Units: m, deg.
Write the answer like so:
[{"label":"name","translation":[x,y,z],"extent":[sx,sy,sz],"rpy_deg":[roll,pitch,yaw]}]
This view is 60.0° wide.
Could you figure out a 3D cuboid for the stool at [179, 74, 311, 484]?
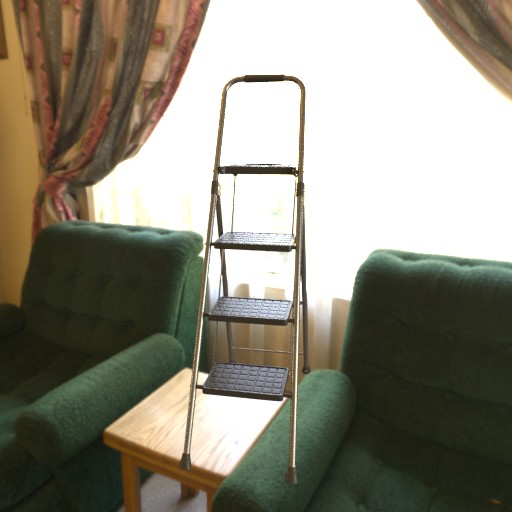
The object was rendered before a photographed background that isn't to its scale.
[{"label":"stool","translation":[0.000,0.000,1.610],"extent":[0.396,1.277,0.733],"rpy_deg":[3,15,10]}]
